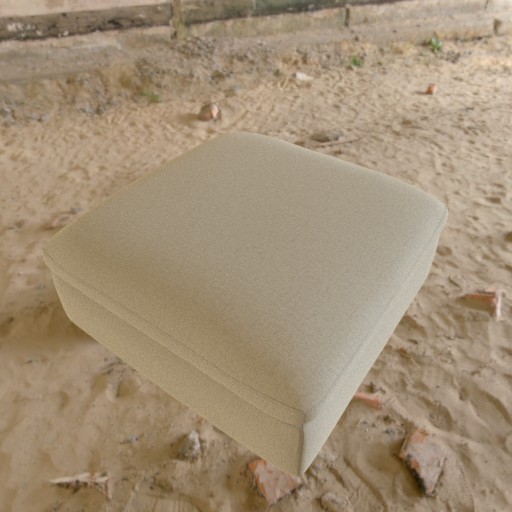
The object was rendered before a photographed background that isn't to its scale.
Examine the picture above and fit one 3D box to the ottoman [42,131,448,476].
[{"bbox_3d":[0.000,0.000,1.501,0.977,0.467,0.996,25,47,26],"label":"ottoman"}]
